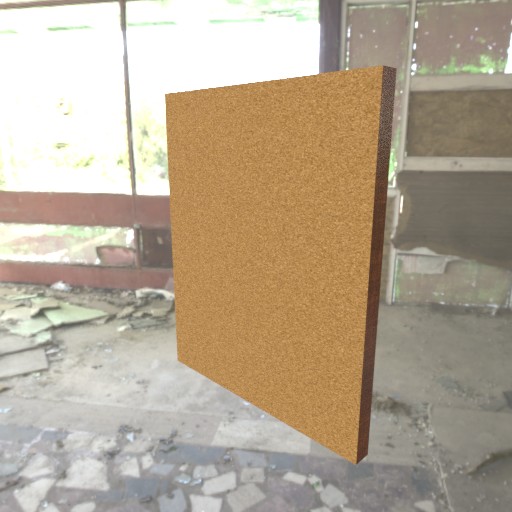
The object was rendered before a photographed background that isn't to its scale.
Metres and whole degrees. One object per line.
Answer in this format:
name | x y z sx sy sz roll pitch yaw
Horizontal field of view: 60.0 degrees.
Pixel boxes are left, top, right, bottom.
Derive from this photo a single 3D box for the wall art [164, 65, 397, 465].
wall art | 0.000 0.000 0.776 0.033 0.567 0.467 -14 20 -43
